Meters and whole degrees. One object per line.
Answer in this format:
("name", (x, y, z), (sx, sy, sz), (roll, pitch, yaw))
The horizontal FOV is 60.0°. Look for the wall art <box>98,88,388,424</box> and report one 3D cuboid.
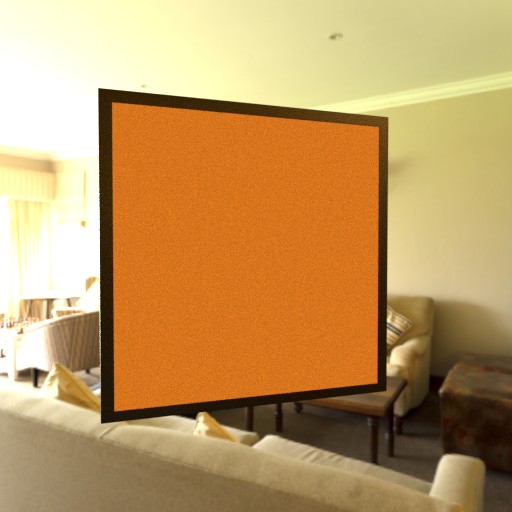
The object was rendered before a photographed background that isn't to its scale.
("wall art", (0.000, 0.000, 1.133), (0.755, 0.761, 0.038), (0, 1, -18))
